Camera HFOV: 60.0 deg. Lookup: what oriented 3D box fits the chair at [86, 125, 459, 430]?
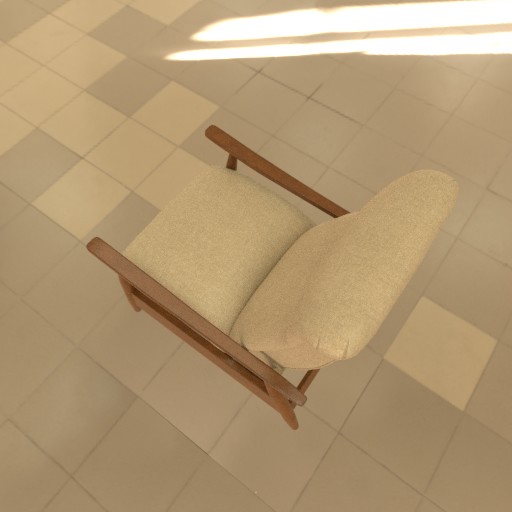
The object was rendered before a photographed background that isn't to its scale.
[{"bbox_3d":[0.000,0.000,1.729,1.030,1.082,0.762,33,67,16],"label":"chair"}]
